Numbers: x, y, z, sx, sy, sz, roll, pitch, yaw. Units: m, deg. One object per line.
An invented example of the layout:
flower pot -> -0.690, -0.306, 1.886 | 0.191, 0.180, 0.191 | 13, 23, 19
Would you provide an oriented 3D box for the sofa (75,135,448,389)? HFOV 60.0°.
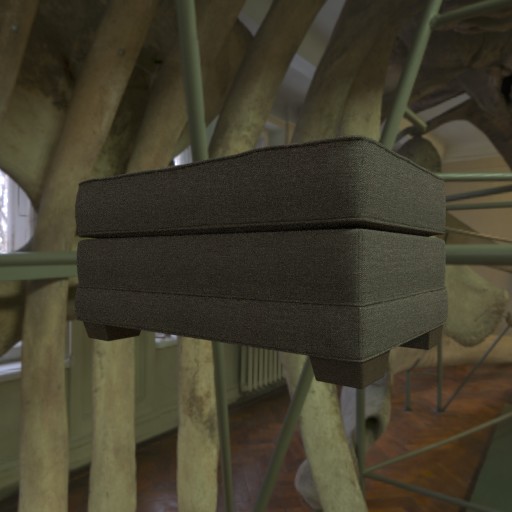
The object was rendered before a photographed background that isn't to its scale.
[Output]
sofa -> 0.000, 0.000, 1.199 | 0.854, 0.457, 0.578 | 0, 0, 37
